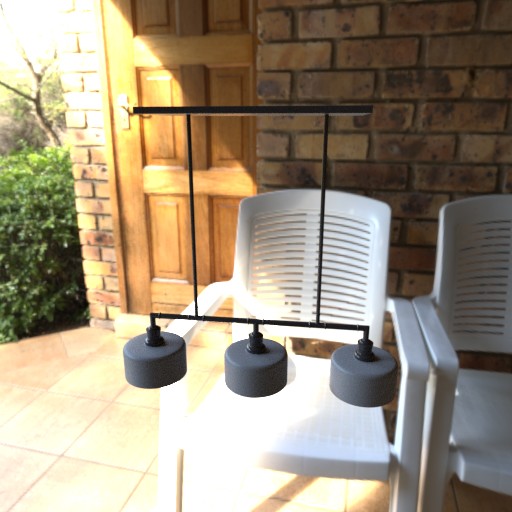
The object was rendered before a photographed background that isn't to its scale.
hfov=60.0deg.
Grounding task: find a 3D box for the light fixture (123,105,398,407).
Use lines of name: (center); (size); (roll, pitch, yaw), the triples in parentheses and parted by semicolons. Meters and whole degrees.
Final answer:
light fixture: (0.000, 0.000, 0.878); (0.582, 0.557, 0.177); (2, 17, 8)
